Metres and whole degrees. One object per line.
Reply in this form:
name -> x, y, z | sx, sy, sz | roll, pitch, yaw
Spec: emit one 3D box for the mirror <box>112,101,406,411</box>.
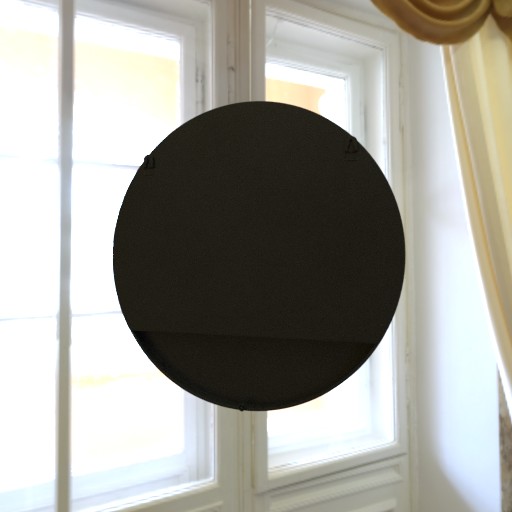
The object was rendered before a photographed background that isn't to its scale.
mirror -> 0.000, 0.000, 0.715 | 0.457, 0.457, 0.133 | 0, -1, 19
